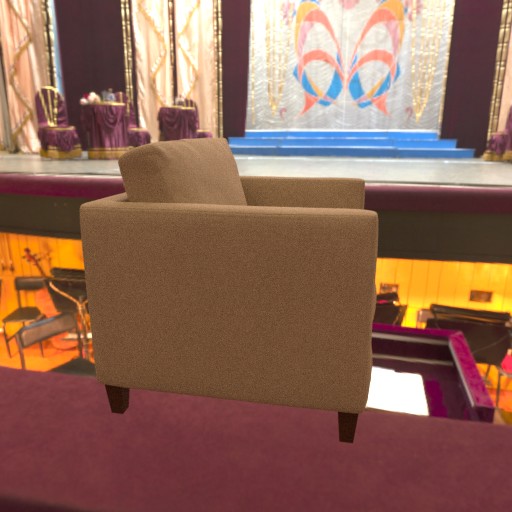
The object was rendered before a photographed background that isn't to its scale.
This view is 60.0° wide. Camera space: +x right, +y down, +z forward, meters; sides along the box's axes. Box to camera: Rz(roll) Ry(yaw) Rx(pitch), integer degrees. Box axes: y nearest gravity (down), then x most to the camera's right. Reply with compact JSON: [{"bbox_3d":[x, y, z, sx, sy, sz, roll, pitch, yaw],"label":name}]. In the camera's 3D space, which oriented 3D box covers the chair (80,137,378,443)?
[{"bbox_3d":[0.000,0.000,1.869,0.959,0.961,1.107,3,16,11],"label":"chair"}]
